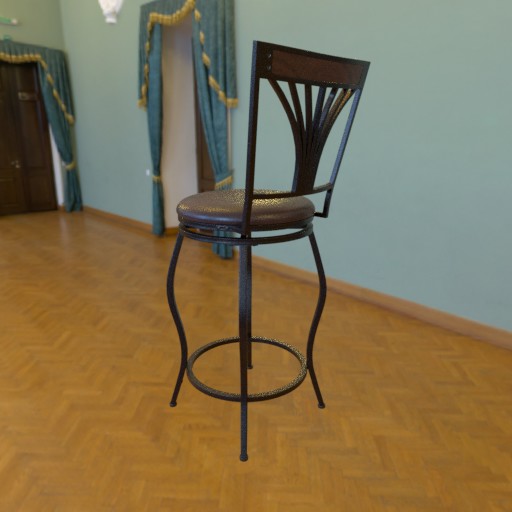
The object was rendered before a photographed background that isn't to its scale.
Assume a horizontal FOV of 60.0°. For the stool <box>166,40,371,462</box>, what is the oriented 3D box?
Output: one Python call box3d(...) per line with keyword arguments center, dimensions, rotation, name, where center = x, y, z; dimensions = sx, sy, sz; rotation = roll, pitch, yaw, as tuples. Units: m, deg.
box3d(center=(0.000, 0.000, 1.377), dimensions=(0.433, 1.117, 0.514), rotation=(-15, 22, -42), name="stool")
